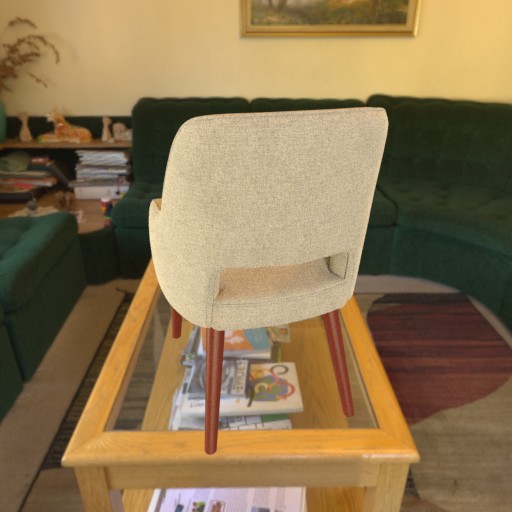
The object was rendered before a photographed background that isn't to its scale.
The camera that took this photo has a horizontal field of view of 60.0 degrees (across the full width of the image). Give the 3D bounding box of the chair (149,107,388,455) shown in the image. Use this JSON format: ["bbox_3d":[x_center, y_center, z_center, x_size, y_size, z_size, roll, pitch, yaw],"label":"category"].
[{"bbox_3d":[0.000,0.000,1.233,0.548,0.849,0.605,-8,27,-16],"label":"chair"}]
